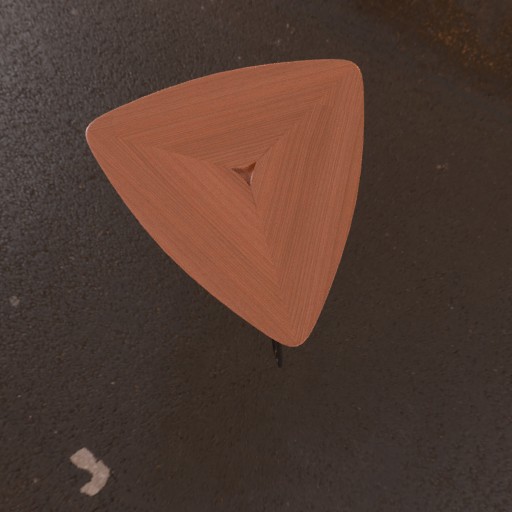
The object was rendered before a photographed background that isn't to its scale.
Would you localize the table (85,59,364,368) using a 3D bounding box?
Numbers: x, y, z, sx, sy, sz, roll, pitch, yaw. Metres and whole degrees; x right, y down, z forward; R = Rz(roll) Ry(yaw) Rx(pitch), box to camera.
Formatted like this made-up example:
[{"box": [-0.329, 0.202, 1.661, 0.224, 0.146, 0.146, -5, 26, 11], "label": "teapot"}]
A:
[{"box": [0.000, 0.000, 0.902, 0.442, 0.564, 0.455, -15, 76, -4], "label": "table"}]
